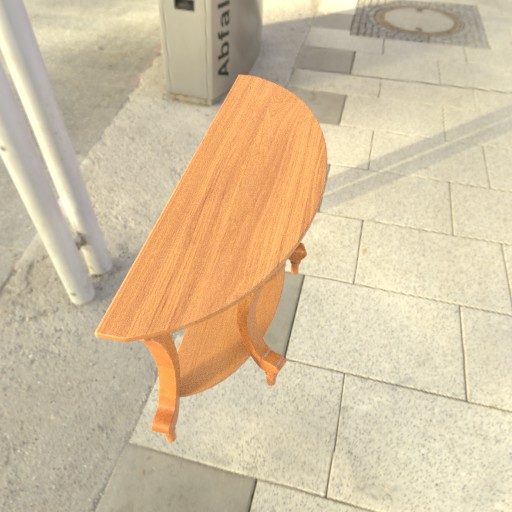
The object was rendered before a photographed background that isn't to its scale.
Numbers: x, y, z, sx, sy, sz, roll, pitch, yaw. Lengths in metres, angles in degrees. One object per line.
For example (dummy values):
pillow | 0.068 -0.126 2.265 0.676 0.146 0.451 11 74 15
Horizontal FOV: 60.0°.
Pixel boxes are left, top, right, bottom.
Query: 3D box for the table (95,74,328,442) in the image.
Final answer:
table | 0.000 0.000 1.505 0.394 0.692 1.198 9 47 9
